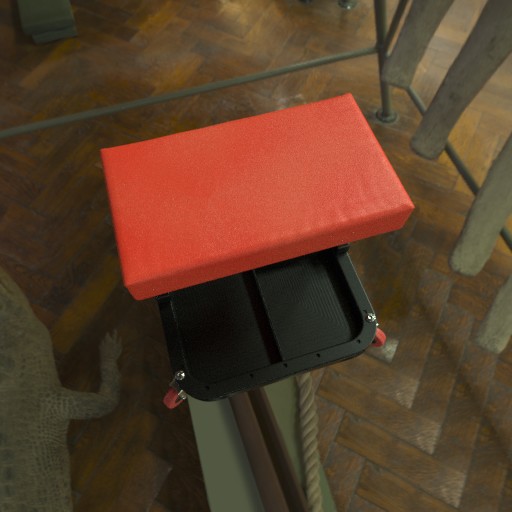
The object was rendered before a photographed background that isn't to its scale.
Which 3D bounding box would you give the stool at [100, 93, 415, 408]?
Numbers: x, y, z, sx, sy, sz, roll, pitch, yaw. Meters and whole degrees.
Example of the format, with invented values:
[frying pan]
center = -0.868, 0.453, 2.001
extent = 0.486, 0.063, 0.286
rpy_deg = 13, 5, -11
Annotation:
[stool]
center = 0.000, 0.000, 0.733
extent = 0.446, 0.380, 0.371
rpy_deg = -15, 64, -8
